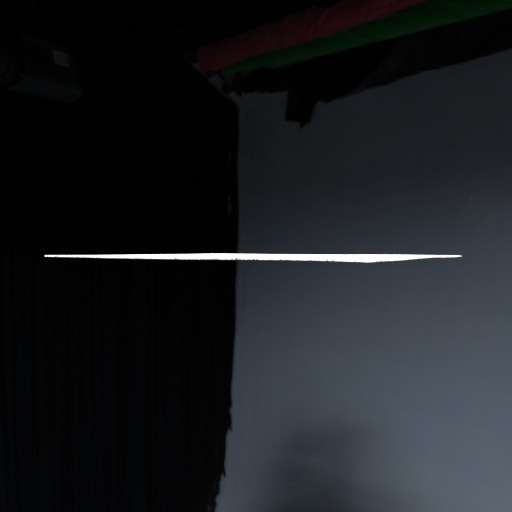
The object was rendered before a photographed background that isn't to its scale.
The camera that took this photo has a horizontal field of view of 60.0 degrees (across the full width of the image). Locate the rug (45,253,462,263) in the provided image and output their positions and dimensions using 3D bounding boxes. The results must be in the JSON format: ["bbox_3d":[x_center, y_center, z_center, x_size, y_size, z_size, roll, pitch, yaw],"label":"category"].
[{"bbox_3d":[0.000,0.000,4.242,3.226,0.024,2.436,1,1,35],"label":"rug"}]
